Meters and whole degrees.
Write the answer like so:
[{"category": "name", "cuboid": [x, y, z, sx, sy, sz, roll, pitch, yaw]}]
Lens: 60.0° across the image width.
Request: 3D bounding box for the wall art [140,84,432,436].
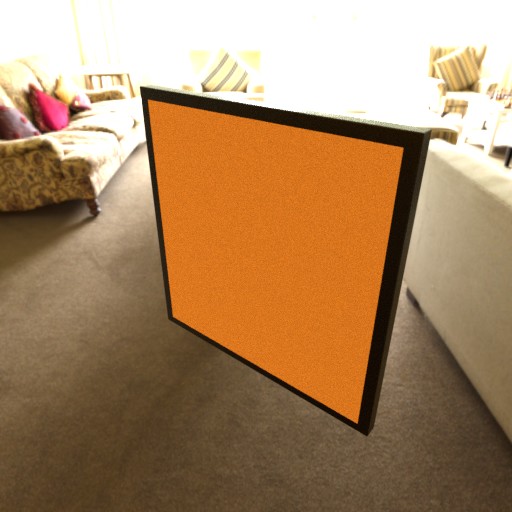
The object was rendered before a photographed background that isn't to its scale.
[{"category": "wall art", "cuboid": [0.000, 0.000, 1.147, 0.755, 0.761, 0.038, 22, 36, 33]}]
